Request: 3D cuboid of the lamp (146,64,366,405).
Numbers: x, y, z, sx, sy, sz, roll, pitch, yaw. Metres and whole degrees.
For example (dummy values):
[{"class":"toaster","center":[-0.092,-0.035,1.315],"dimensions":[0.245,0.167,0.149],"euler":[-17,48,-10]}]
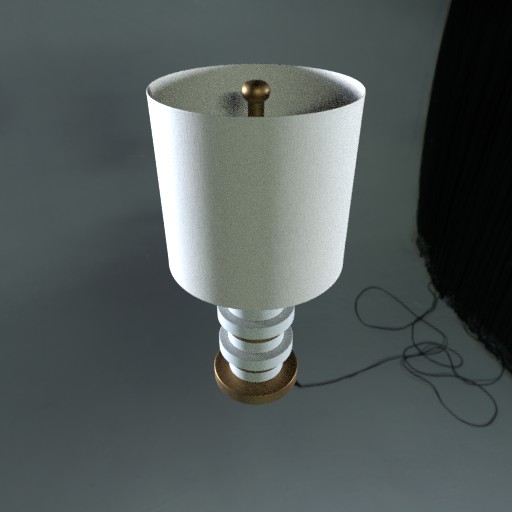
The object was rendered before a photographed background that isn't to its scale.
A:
[{"class":"lamp","center":[0.000,0.000,0.544],"dimensions":[0.210,0.410,0.210],"euler":[-10,35,-15]}]
